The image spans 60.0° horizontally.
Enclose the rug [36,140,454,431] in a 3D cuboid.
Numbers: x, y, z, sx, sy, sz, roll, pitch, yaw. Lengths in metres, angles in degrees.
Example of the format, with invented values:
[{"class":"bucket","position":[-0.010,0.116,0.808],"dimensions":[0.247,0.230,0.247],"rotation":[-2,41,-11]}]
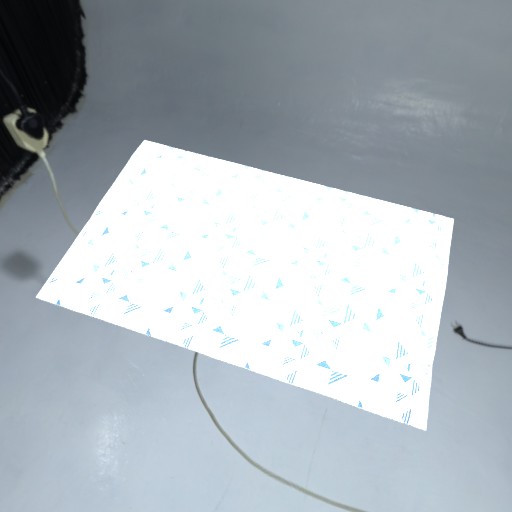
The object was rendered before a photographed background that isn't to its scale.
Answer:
[{"class":"rug","position":[0.000,0.000,2.977],"dimensions":[2.457,0.009,1.512],"rotation":[16,59,10]}]
